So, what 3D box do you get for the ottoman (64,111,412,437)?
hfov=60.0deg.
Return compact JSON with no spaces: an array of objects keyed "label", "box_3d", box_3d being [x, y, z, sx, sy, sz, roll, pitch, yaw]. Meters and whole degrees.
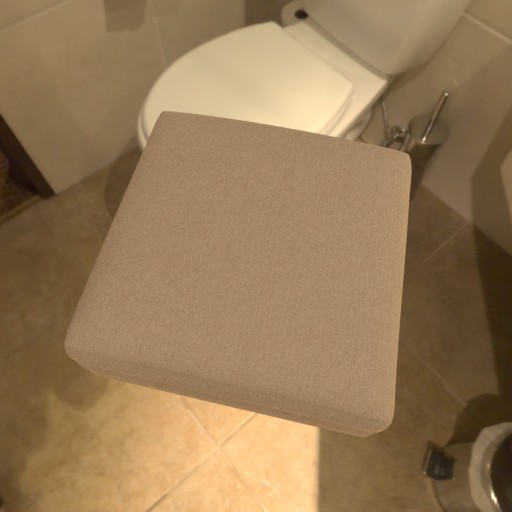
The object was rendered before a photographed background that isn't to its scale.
[{"label":"ottoman","box_3d":[0.000,0.000,1.633,1.041,0.470,1.041,11,64,6]}]
